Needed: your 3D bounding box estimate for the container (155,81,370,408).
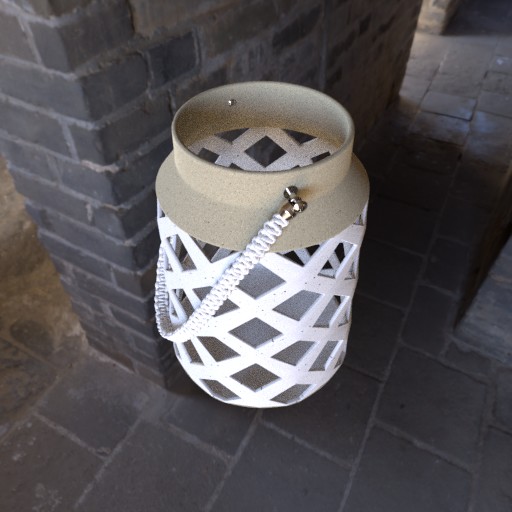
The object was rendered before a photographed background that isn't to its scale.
[{"bbox_3d":[0.000,0.000,0.398,0.198,0.264,0.188,-14,48,-13],"label":"container"}]
